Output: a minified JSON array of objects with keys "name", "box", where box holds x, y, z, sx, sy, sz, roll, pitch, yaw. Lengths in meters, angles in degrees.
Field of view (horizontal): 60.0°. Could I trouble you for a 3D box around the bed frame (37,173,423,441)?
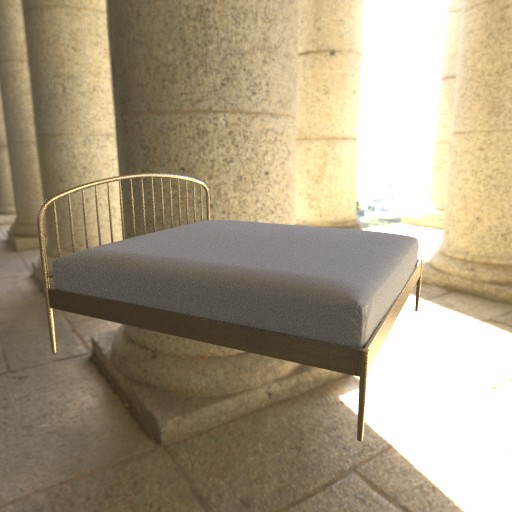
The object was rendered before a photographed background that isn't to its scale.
[{"name":"bed frame","box":[0.000,0.000,3.317,2.152,1.174,2.016,7,15,26]}]
